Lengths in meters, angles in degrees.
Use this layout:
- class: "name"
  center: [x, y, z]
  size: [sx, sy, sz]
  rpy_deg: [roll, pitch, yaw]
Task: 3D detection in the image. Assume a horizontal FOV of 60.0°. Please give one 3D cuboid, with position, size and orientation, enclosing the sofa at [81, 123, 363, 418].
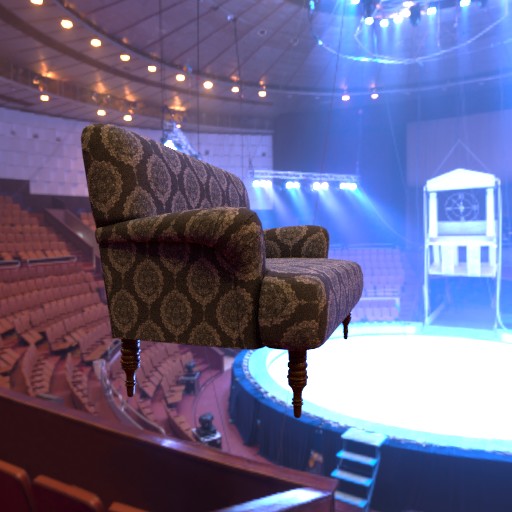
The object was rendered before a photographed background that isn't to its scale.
- class: "sofa"
  center: [0.000, 0.000, 1.826]
  size: [0.779, 0.867, 1.297]
  rpy_deg: [0, 1, 18]
